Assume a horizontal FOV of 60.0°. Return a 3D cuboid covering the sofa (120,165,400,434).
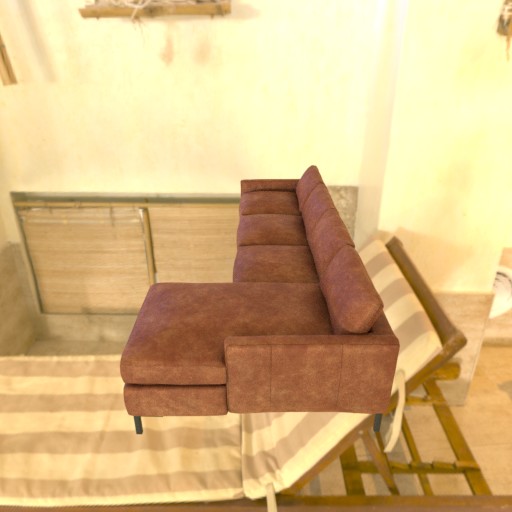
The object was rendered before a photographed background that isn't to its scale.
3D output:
[{"bbox_3d":[0.000,0.000,3.675,1.471,0.859,2.993,0,26,0],"label":"sofa"}]
